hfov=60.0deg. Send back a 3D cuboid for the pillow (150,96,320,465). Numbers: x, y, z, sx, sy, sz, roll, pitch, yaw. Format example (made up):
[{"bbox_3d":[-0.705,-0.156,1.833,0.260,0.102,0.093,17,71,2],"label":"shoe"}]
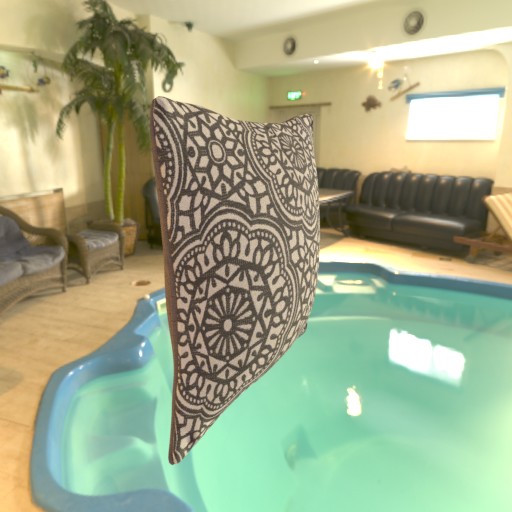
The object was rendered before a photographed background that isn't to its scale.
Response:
[{"bbox_3d":[0.000,0.000,0.655,0.148,0.417,0.436,8,17,26],"label":"pillow"}]
